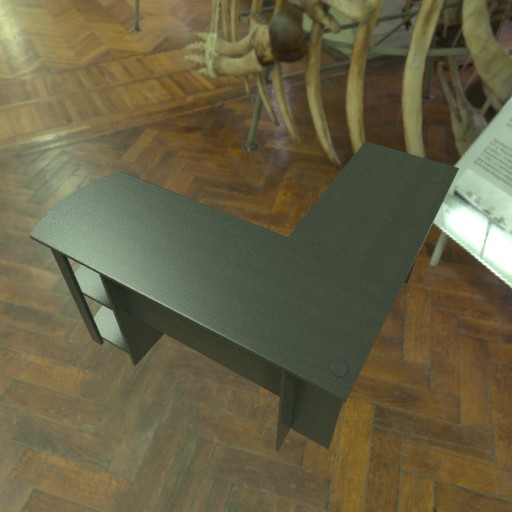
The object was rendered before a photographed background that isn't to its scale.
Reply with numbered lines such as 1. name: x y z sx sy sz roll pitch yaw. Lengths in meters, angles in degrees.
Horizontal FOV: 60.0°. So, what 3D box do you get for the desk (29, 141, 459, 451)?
1. desk: 0.000 0.000 2.110 1.361 0.716 1.303 23 50 21
